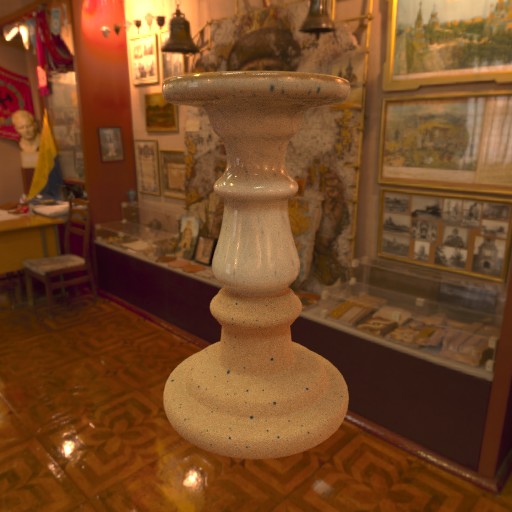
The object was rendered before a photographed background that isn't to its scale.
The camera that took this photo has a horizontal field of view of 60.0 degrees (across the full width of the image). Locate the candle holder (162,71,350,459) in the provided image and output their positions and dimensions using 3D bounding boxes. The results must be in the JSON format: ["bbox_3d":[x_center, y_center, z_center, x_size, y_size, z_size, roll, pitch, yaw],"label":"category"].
[{"bbox_3d":[0.000,0.000,0.275,0.123,0.202,0.123,0,16,0],"label":"candle holder"}]
